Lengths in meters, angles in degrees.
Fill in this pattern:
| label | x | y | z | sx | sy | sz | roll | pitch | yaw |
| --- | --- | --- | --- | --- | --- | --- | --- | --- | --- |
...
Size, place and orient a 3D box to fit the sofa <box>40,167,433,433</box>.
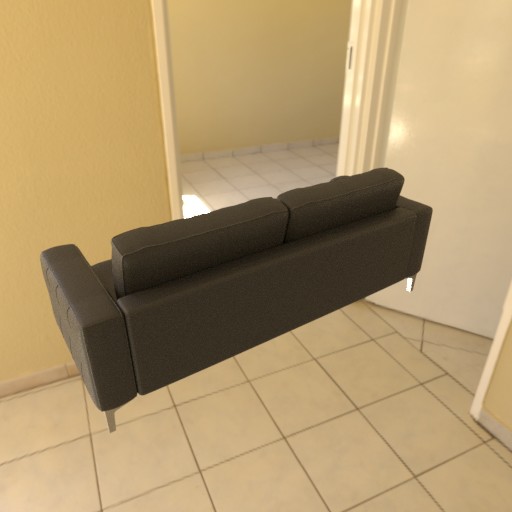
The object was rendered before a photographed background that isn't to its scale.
| label | x | y | z | sx | sy | sz | roll | pitch | yaw |
| --- | --- | --- | --- | --- | --- | --- | --- | --- | --- |
| sofa | 0.000 | 0.000 | 2.703 | 2.275 | 0.893 | 0.833 | -18 | 34 | -29 |
